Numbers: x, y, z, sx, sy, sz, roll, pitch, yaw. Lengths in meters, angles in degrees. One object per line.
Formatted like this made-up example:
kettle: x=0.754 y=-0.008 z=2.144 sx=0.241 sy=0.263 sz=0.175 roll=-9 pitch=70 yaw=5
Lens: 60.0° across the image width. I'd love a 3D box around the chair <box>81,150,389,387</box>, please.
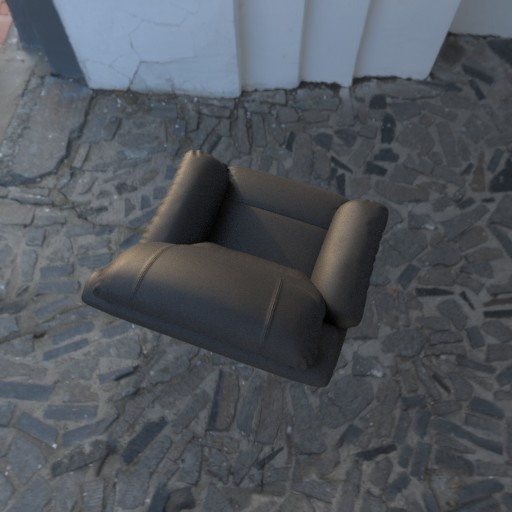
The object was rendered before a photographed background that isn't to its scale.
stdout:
chair: x=0.000 y=0.000 z=1.652 sx=0.855 sy=0.992 sz=0.919 roll=18 pitch=65 yaw=9
